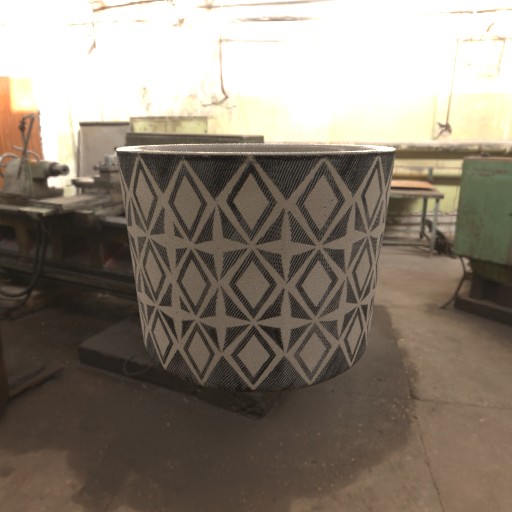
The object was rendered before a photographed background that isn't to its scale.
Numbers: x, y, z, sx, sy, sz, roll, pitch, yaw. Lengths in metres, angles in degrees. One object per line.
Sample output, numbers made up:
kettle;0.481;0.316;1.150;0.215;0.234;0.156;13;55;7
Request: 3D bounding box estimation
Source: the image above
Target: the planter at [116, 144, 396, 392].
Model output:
planter;0.000;0.000;0.459;0.260;0.220;0.260;0;16;0
